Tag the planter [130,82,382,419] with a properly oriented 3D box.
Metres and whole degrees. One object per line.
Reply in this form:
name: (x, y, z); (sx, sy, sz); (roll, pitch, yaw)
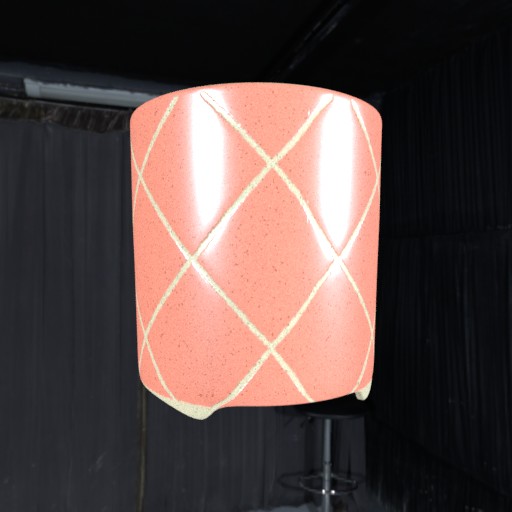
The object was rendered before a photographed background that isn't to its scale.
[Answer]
planter: (0.000, 0.000, 0.348); (0.191, 0.200, 0.191); (0, 0, 0)
